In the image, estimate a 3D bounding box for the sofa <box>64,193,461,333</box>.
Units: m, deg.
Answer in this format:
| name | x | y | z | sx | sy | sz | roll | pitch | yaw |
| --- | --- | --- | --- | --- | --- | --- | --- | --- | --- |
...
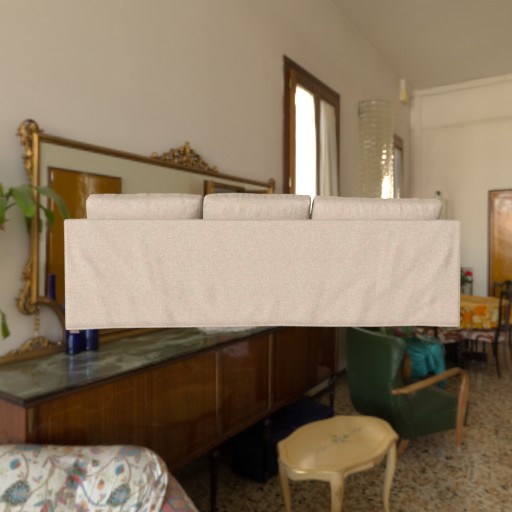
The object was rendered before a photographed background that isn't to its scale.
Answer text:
| name | x | y | z | sx | sy | sz | roll | pitch | yaw |
| --- | --- | --- | --- | --- | --- | --- | --- | --- | --- |
| sofa | 0.000 | 0.000 | 4.254 | 2.432 | 0.871 | 3.182 | 0 | 1 | -2 |
